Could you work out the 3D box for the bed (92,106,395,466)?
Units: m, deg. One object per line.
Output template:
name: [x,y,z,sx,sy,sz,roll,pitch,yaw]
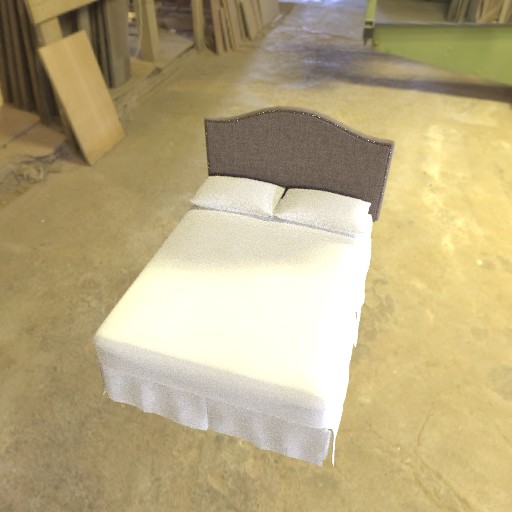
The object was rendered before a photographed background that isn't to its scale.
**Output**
bed: [0.000,0.000,3.345,1.713,1.518,2.153,12,42,13]
